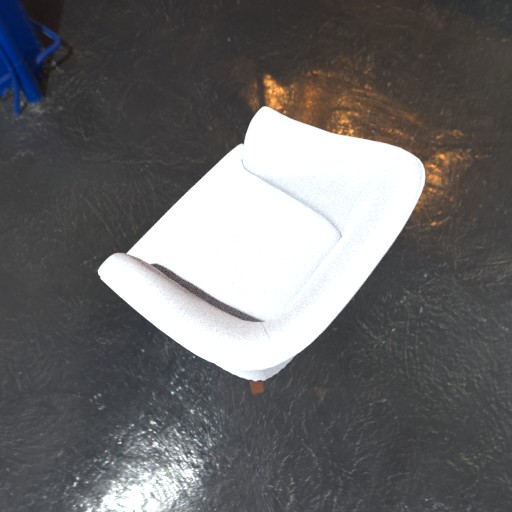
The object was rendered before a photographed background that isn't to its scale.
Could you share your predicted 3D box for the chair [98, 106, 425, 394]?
[{"bbox_3d":[0.000,0.000,1.446,0.704,0.815,0.798,34,68,16],"label":"chair"}]
